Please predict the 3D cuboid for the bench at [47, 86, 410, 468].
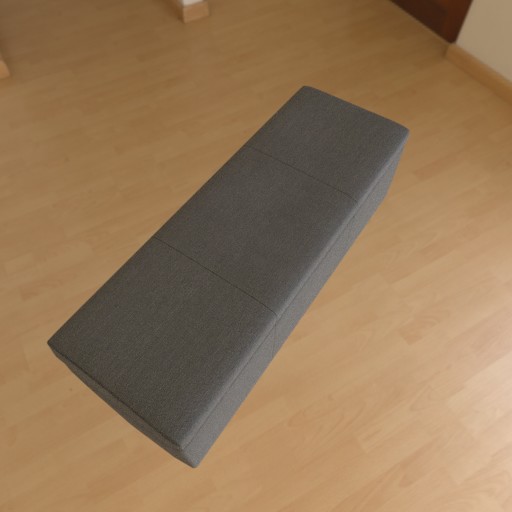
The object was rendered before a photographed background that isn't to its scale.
[{"bbox_3d":[0.000,0.000,1.487,0.446,0.438,1.269,30,62,18],"label":"bench"}]
